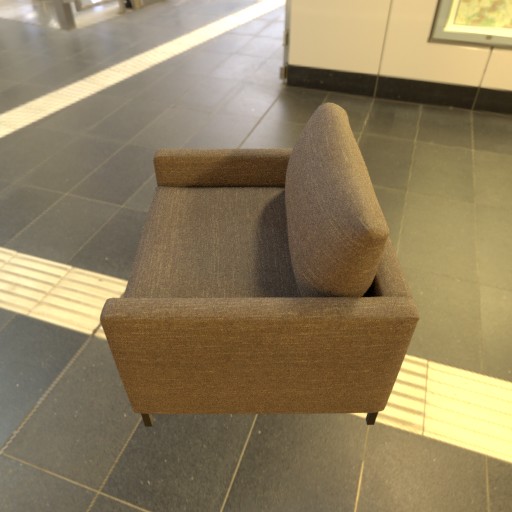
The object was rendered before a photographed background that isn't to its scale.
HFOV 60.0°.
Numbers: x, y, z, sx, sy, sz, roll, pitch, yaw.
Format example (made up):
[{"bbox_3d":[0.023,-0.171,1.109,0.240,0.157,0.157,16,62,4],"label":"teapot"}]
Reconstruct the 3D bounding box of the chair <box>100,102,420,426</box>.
[{"bbox_3d":[0.000,0.000,1.591,0.845,0.841,0.940,0,41,0],"label":"chair"}]
